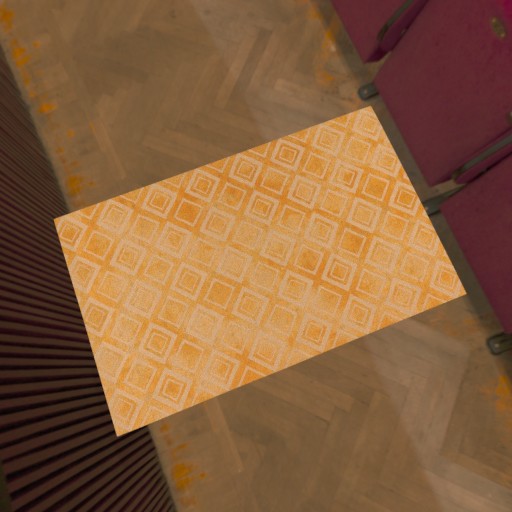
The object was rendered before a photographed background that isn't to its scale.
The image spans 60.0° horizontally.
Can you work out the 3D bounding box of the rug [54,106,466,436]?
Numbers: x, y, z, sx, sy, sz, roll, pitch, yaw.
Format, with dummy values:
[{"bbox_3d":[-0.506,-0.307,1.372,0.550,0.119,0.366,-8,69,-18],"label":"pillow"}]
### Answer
[{"bbox_3d":[0.000,0.000,3.003,2.424,0.010,1.511,-21,77,-5],"label":"rug"}]
